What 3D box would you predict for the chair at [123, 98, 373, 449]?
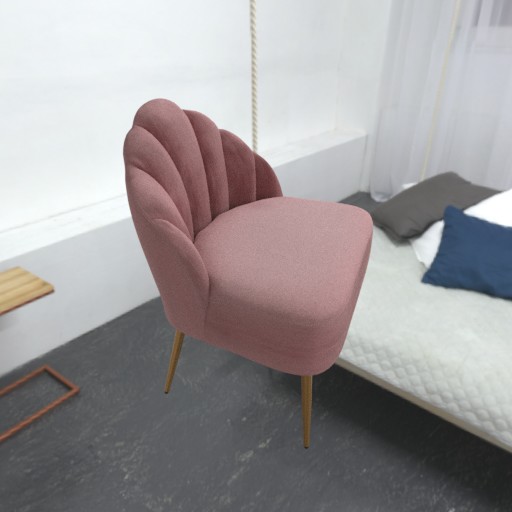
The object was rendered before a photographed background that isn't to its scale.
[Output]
[{"bbox_3d":[0.000,0.000,1.262,0.599,0.819,0.657,10,30,18],"label":"chair"}]
